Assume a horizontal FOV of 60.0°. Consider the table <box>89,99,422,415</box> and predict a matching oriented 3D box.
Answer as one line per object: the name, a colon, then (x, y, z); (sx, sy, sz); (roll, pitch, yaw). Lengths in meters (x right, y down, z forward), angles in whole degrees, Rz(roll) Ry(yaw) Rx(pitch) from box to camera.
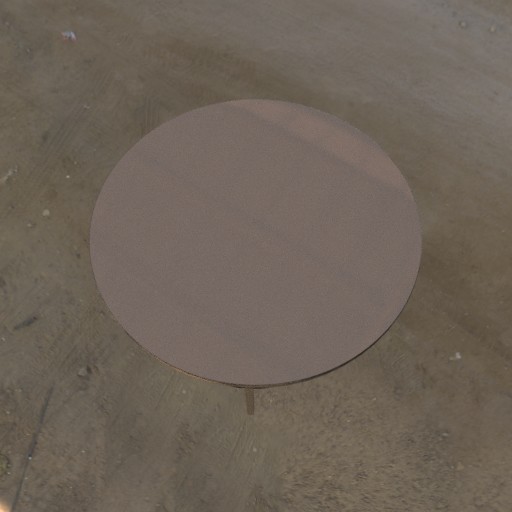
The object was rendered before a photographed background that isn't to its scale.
table: (0.000, 0.000, 1.253); (0.800, 0.400, 0.800); (0, 62, 0)
